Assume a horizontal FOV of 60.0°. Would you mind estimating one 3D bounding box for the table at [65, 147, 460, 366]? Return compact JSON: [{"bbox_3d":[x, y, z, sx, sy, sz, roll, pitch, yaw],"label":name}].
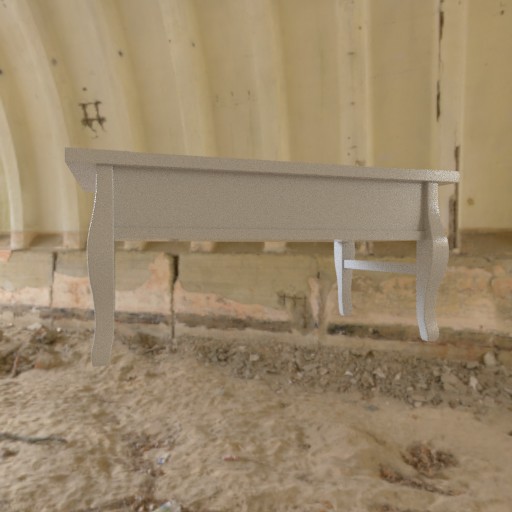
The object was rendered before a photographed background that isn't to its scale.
[{"bbox_3d":[0.000,0.000,1.414,1.062,0.495,0.600,0,1,-17],"label":"table"}]
